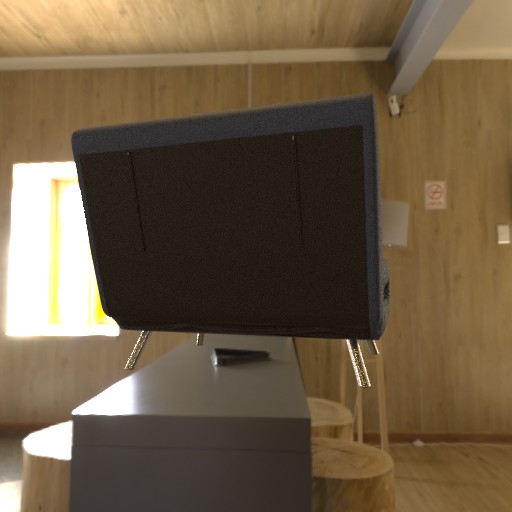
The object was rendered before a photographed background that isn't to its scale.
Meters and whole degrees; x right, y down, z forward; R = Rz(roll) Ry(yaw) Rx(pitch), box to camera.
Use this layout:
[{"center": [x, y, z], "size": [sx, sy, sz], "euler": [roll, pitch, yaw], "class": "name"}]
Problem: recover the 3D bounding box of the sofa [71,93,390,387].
[{"center": [0.000, 0.000, 1.763], "size": [0.999, 0.860, 0.996], "euler": [-1, -3, 18], "class": "sofa"}]
